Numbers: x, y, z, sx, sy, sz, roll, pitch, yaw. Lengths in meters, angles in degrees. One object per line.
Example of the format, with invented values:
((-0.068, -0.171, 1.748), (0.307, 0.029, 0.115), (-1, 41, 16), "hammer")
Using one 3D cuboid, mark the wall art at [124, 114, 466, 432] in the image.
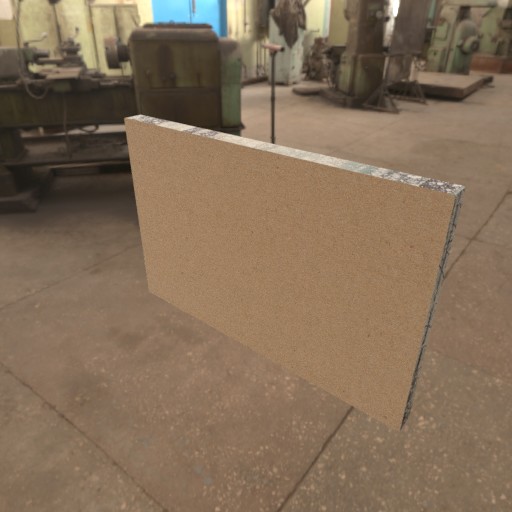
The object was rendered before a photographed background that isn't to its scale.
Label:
((0.000, 0.000, 0.783), (0.618, 0.398, 0.042), (22, 37, 34), "wall art")
